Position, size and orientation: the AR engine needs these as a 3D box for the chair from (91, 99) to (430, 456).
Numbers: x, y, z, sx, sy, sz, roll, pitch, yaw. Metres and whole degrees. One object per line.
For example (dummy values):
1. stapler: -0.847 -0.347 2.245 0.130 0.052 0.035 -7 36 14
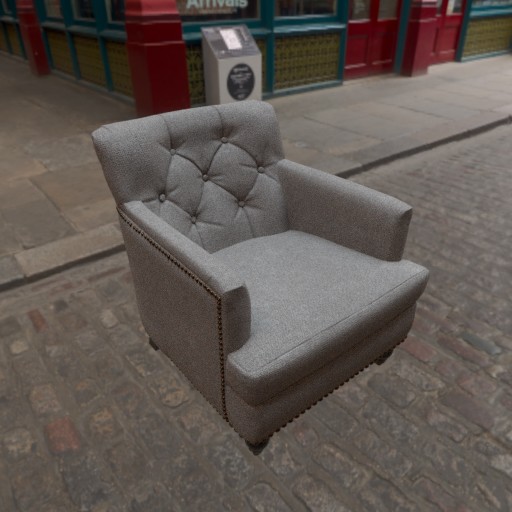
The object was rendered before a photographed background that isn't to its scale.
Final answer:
1. chair: 0.000 0.000 1.494 0.737 0.823 0.902 -23 38 -33
